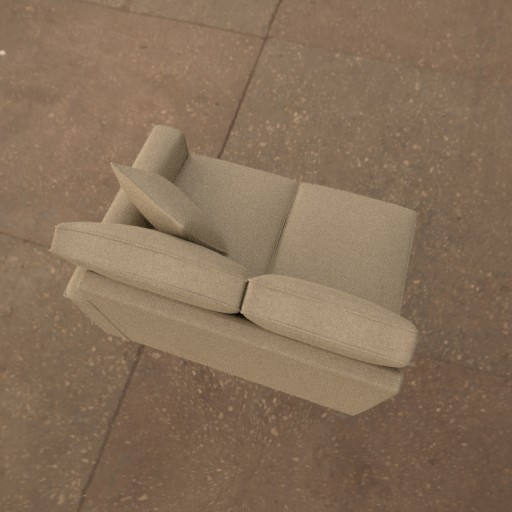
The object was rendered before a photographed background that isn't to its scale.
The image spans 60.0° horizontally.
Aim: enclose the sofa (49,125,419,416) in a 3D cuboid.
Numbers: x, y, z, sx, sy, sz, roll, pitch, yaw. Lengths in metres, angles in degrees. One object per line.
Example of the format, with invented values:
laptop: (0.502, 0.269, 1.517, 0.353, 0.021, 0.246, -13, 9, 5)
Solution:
sofa: (0.000, 0.000, 2.075, 1.388, 0.989, 0.991, 17, 65, 8)
